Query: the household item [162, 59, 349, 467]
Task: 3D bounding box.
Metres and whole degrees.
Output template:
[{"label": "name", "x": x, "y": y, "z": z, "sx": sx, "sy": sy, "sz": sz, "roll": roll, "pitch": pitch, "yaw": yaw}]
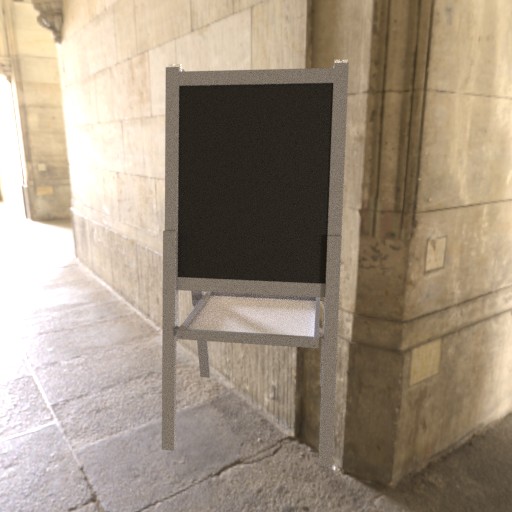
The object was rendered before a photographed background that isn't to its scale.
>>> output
[{"label": "household item", "x": 0.000, "y": 0.000, "z": 1.442, "sx": 0.531, "sy": 1.172, "sz": 0.469, "roll": 2, "pitch": 15, "yaw": 8}]
